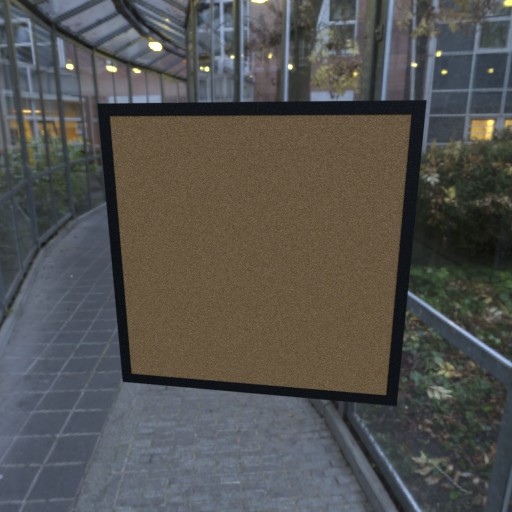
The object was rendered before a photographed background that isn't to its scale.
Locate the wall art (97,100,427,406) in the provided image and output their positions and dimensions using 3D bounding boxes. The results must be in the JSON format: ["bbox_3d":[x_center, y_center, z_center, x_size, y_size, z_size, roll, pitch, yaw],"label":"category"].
[{"bbox_3d":[0.000,0.000,0.464,0.305,0.304,0.038,2,16,9],"label":"wall art"}]
